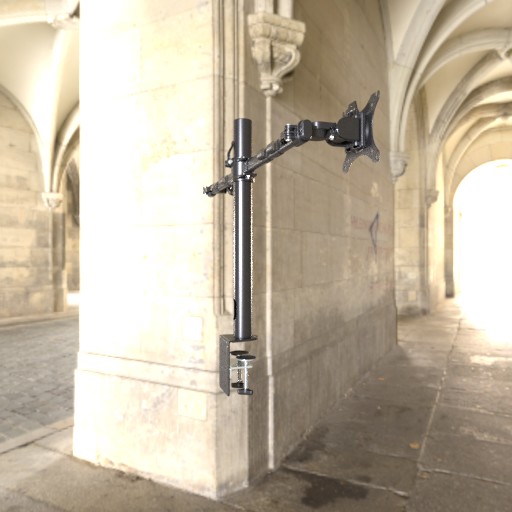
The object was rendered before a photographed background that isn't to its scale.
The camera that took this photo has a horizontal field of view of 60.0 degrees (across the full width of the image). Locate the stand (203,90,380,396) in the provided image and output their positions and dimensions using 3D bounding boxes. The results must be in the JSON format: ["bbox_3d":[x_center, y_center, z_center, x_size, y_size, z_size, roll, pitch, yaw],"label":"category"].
[{"bbox_3d":[0.000,0.000,1.000,0.150,0.603,0.743,0,0,-18],"label":"stand"}]
